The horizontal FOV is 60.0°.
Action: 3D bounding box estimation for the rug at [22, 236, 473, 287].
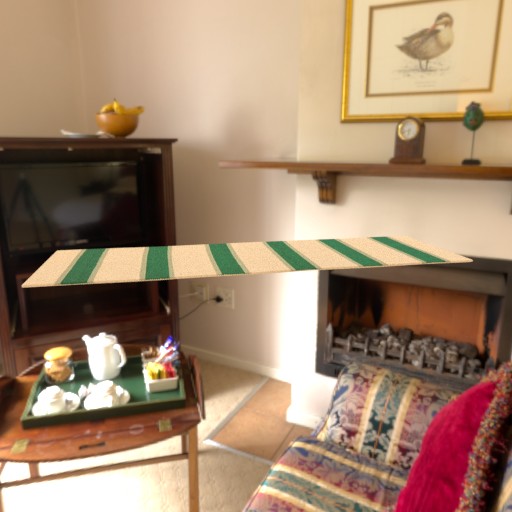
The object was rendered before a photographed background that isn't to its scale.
[{"bbox_3d":[0.000,0.000,2.710,2.438,0.012,0.768,-3,14,-11],"label":"rug"}]
